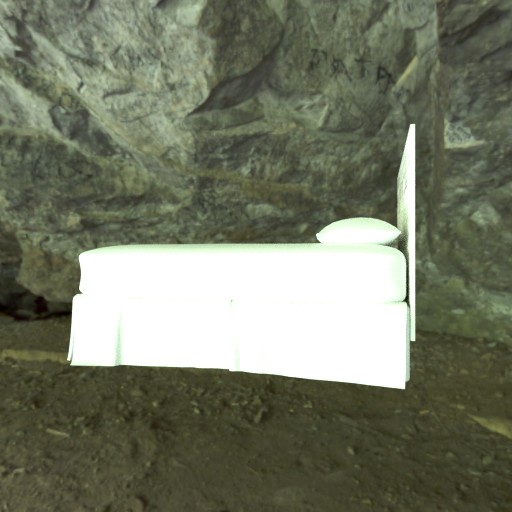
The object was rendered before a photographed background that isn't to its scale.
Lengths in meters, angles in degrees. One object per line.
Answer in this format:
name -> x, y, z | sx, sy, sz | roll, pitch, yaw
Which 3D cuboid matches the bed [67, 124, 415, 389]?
bed -> 0.000, 0.000, 3.260 | 2.094, 1.335, 1.745 | 0, 0, 15
